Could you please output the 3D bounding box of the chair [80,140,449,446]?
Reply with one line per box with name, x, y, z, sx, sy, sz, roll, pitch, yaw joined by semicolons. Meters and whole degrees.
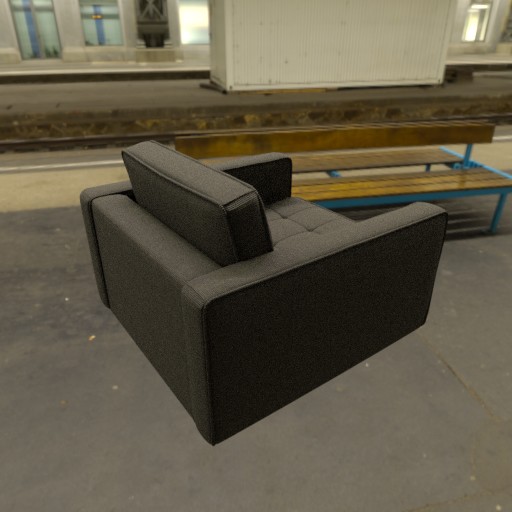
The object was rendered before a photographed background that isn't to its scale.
chair;0.000;0.000;1.570;0.919;0.770;0.899;-19;33;-31
